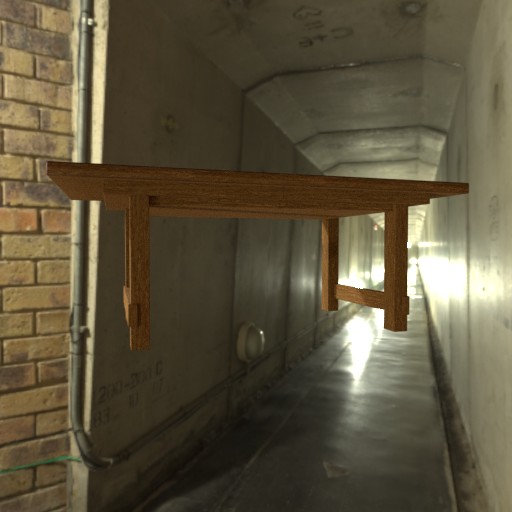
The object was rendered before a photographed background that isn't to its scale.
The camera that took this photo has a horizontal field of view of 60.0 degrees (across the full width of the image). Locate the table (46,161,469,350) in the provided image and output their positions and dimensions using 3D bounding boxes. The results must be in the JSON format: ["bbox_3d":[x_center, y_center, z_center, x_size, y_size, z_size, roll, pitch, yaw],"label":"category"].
[{"bbox_3d":[0.000,0.000,2.458,1.982,0.762,1.000,0,2,-18],"label":"table"}]
